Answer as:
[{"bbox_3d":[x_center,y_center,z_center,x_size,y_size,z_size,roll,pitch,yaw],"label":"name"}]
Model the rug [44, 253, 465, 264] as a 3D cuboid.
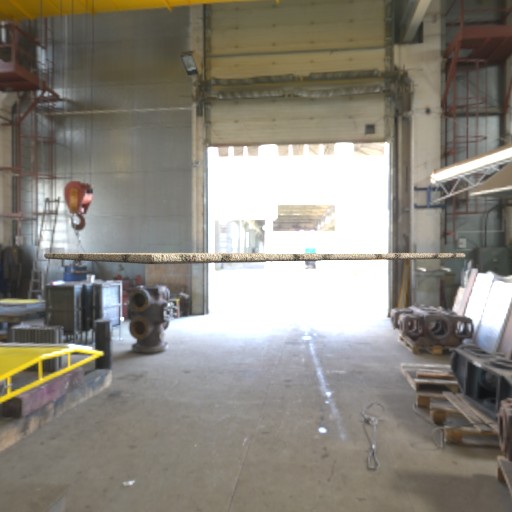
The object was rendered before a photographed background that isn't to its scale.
[{"bbox_3d":[0.000,0.000,2.091,1.600,0.025,1.200,0,1,-38],"label":"rug"}]
